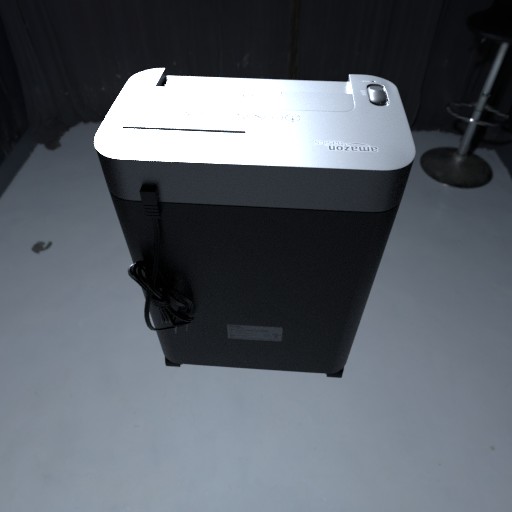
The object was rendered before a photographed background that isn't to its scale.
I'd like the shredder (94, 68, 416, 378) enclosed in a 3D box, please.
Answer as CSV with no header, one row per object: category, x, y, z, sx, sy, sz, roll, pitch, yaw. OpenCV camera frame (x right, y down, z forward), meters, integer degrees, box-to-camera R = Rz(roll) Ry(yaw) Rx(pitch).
shredder,0.000,0.000,0.608,0.311,0.419,0.237,3,47,3
